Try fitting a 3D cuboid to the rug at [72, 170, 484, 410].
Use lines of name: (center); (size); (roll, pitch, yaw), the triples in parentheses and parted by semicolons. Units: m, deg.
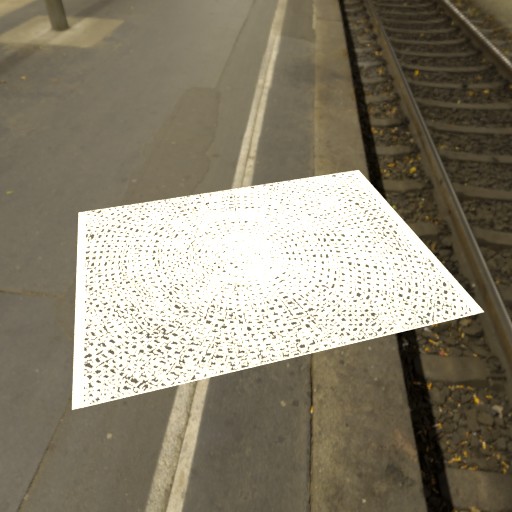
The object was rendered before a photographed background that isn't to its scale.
rug: (0.000, 0.000, 2.104); (1.634, 0.003, 1.190); (-10, 42, -12)
